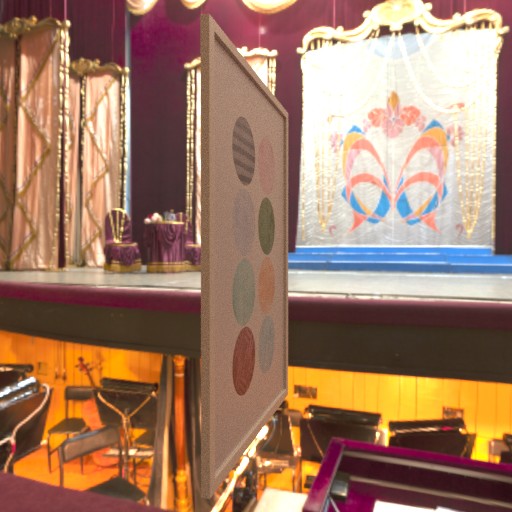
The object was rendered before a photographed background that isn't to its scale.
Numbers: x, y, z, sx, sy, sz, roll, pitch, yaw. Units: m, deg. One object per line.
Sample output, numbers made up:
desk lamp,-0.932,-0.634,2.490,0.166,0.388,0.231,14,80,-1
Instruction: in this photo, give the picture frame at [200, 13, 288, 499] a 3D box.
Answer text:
picture frame,0.000,0.000,0.819,0.013,0.657,0.457,0,1,18
